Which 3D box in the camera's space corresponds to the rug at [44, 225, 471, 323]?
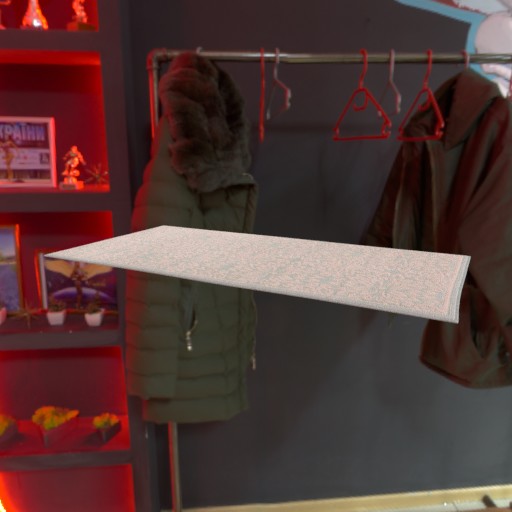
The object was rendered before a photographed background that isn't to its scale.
[{"bbox_3d":[0.000,0.000,1.412,1.219,0.007,0.604,7,16,26],"label":"rug"}]
